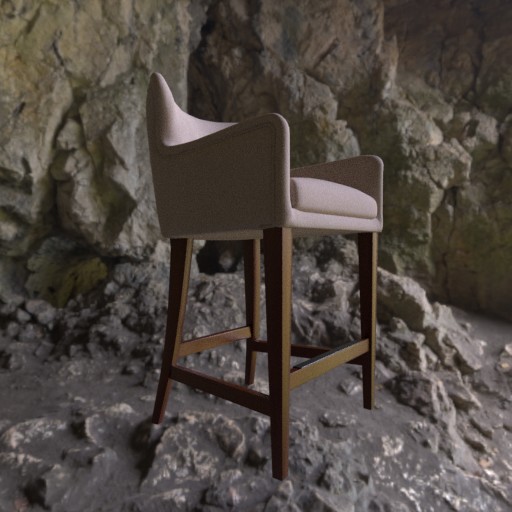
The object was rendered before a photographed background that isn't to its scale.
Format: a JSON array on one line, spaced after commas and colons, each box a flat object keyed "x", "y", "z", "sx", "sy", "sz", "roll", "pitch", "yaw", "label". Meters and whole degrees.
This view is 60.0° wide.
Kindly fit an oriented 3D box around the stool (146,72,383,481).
[{"x": 0.000, "y": 0.000, "z": 1.311, "sx": 0.570, "sy": 0.951, "sz": 0.601, "roll": 1, "pitch": 2, "yaw": 36, "label": "stool"}]
